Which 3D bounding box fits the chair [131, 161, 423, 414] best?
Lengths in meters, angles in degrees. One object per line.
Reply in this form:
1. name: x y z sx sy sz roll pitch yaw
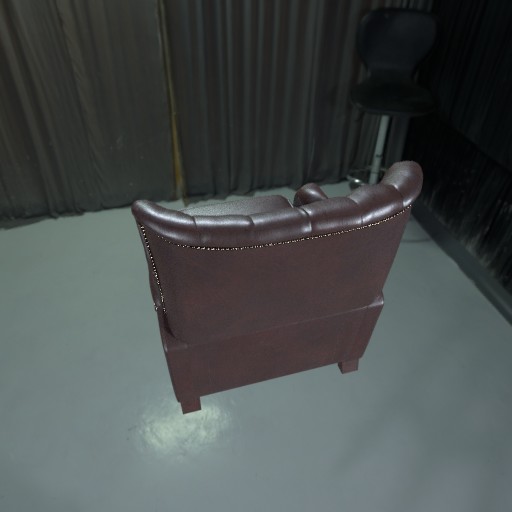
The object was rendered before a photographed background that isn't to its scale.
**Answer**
1. chair: 0.000 0.000 1.484 0.709 0.864 0.823 -10 41 -12
